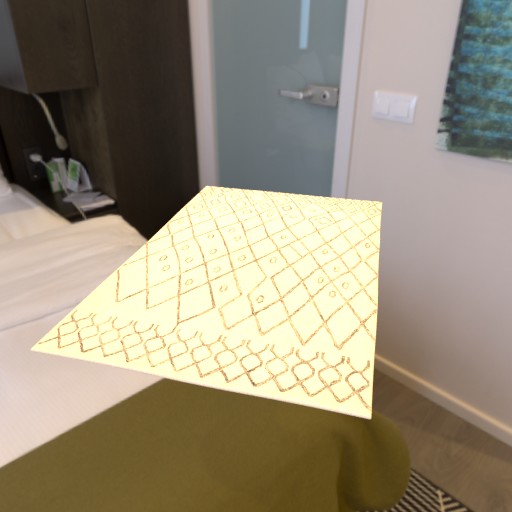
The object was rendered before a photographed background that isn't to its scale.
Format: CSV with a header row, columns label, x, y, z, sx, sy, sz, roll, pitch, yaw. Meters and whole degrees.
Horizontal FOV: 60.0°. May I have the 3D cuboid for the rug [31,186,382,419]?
label,x,y,z,sx,sy,sz,roll,pitch,yaw
rug,0.000,0.000,2.262,1.222,0.015,1.828,7,29,13
